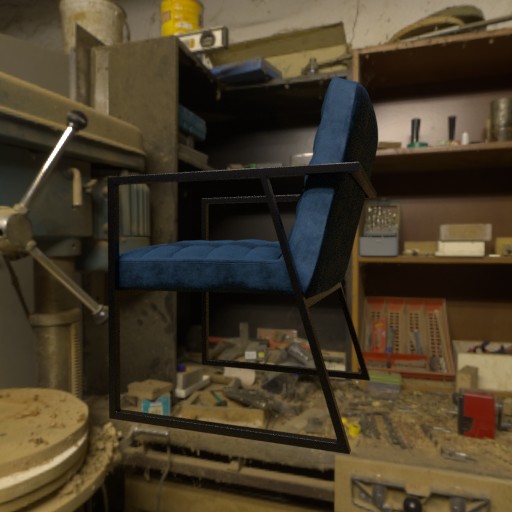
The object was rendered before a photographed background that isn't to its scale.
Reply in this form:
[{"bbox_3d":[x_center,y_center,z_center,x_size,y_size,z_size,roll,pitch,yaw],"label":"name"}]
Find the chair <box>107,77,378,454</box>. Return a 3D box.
[{"bbox_3d":[0.000,0.000,1.308,0.677,0.833,0.571,0,1,19],"label":"chair"}]
